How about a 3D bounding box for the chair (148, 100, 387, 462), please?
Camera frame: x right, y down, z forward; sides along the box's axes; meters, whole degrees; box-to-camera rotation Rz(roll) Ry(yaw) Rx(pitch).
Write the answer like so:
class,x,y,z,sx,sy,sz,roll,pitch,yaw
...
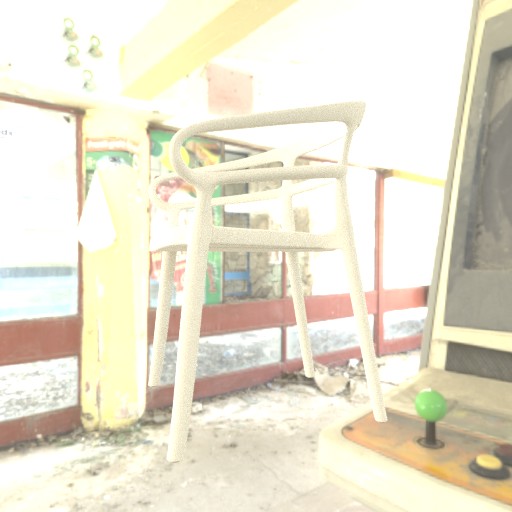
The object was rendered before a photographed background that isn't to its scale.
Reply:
class,x,y,z,sx,sy,sz,roll,pitch,yaw
chair,0.000,0.000,1.129,0.527,0.761,0.559,0,0,-18
